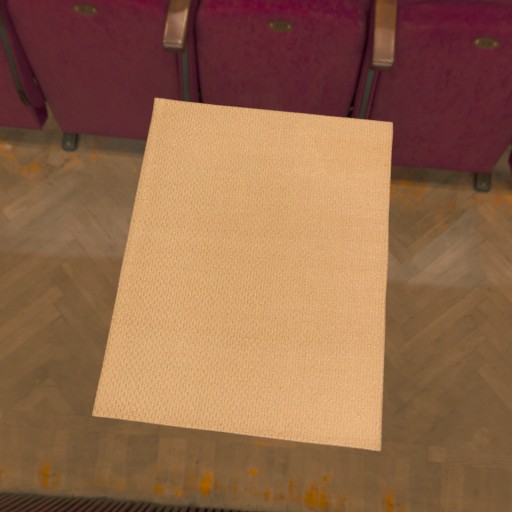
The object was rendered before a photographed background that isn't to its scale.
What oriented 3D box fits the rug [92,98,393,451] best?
[{"bbox_3d":[0.000,0.000,3.834,2.277,0.035,2.897,6,75,2],"label":"rug"}]
